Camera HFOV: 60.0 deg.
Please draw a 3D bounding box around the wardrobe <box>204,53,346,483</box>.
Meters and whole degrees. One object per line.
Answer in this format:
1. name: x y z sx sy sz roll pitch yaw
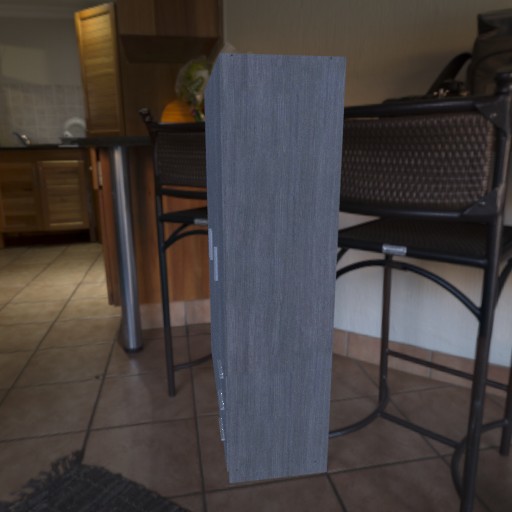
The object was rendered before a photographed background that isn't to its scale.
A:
1. wardrobe: 0.000 0.000 2.544 0.510 1.910 1.290 -2 15 -9
